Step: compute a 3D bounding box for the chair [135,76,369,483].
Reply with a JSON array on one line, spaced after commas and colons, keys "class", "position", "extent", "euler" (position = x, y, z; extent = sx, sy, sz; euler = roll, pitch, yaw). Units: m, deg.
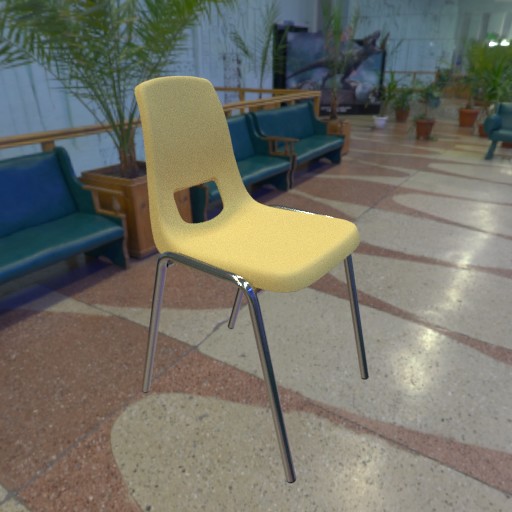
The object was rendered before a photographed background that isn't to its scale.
[{"class": "chair", "position": [0.000, 0.000, 0.948], "extent": [0.436, 0.704, 0.381], "euler": [16, 29, 32]}]
